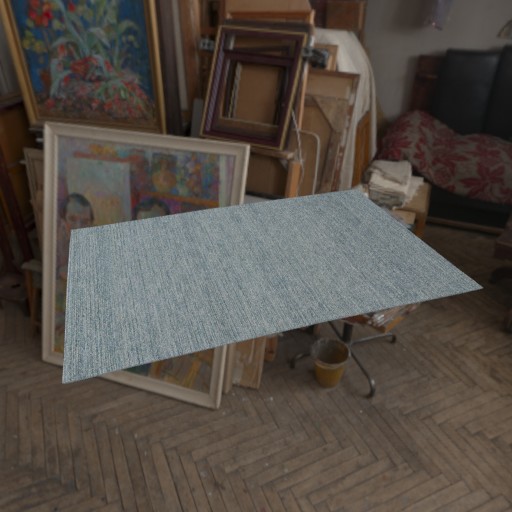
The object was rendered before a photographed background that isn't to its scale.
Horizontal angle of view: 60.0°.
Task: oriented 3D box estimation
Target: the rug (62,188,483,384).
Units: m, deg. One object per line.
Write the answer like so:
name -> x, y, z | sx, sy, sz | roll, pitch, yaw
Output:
rug -> 0.000, 0.000, 2.299 | 1.853, 0.022, 1.174 | -10, 34, -15
